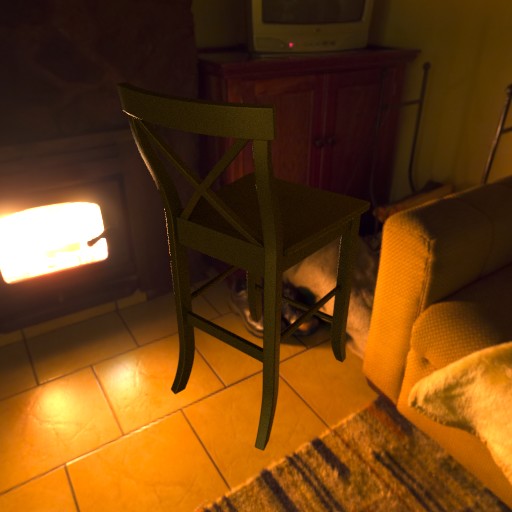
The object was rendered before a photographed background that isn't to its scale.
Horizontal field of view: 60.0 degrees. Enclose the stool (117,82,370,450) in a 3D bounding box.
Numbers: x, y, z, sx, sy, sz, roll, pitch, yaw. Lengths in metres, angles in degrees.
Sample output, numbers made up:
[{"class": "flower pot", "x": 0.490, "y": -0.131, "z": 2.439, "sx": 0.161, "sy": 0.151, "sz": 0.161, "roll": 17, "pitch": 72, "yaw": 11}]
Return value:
[{"class": "stool", "x": 0.000, "y": 0.000, "z": 1.321, "sx": 0.452, "sy": 0.989, "sz": 0.559, "roll": 21, "pitch": 36, "yaw": 32}]
